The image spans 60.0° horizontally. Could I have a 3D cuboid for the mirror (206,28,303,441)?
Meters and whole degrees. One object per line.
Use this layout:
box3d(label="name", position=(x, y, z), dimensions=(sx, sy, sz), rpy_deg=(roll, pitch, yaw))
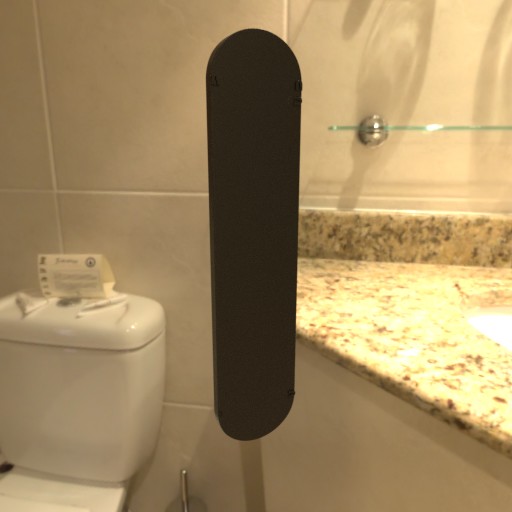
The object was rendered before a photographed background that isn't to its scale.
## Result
box3d(label="mirror", position=(0.000, 0.000, 1.062), dimensions=(0.222, 0.991, 0.032), rpy_deg=(-7, 16, -26))
